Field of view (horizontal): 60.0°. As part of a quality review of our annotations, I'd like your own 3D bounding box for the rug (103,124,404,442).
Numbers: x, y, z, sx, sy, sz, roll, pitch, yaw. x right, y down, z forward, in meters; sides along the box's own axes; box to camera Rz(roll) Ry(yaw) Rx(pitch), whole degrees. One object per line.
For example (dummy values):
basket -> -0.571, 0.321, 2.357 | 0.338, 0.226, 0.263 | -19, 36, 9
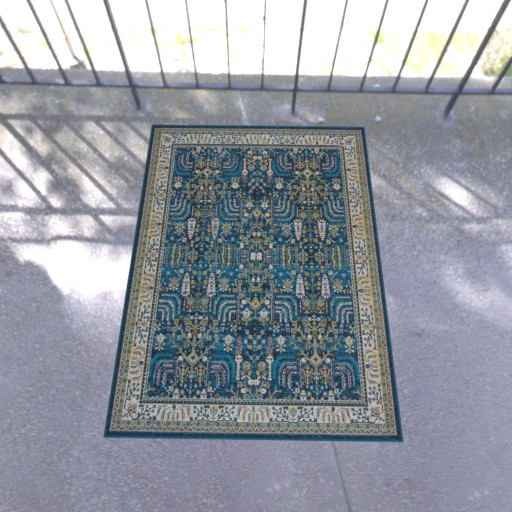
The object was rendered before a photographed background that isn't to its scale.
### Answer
rug -> 0.000, 0.000, 3.959 | 2.226, 0.015, 3.044 | 1, 64, 0
